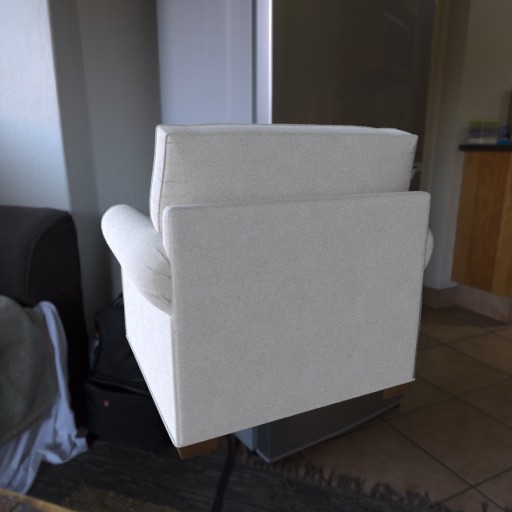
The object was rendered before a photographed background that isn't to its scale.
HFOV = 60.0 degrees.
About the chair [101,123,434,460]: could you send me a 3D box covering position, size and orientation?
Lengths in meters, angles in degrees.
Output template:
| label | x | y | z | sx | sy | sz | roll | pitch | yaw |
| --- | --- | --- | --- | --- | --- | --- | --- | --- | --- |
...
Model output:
| label | x | y | z | sx | sy | sz | roll | pitch | yaw |
| --- | --- | --- | --- | --- | --- | --- | --- | --- | --- |
| chair | 0.000 | 0.000 | 1.707 | 1.040 | 0.955 | 0.863 | -7 | 16 | -24 |
